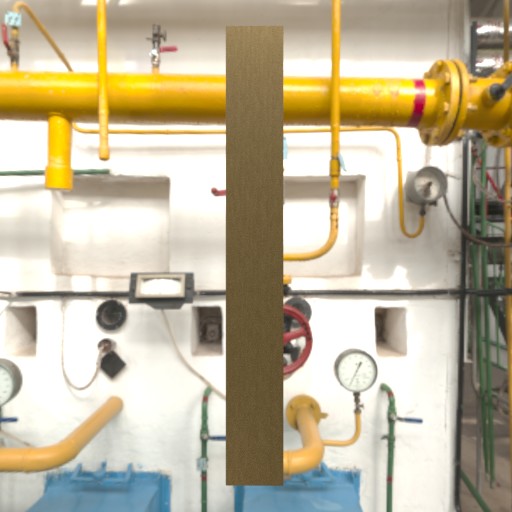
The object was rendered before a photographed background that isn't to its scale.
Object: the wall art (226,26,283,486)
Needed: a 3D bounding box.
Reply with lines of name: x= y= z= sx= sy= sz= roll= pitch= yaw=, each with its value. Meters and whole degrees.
wall art: x=0.000 y=0.000 z=0.446 sx=0.038 sy=0.305 sz=0.304 roll=0 pitch=0 yaw=0
